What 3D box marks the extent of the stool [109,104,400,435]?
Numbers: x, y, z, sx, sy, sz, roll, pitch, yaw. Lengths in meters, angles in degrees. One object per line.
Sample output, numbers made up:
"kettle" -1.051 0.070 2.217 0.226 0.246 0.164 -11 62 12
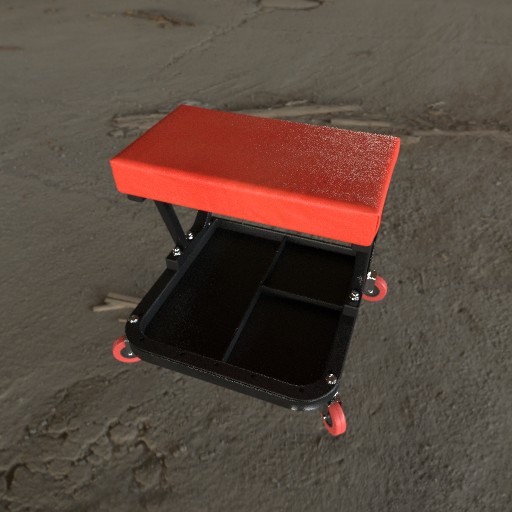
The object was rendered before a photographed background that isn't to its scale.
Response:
"stool" 0.000 0.000 0.740 0.446 0.380 0.371 14 43 15
